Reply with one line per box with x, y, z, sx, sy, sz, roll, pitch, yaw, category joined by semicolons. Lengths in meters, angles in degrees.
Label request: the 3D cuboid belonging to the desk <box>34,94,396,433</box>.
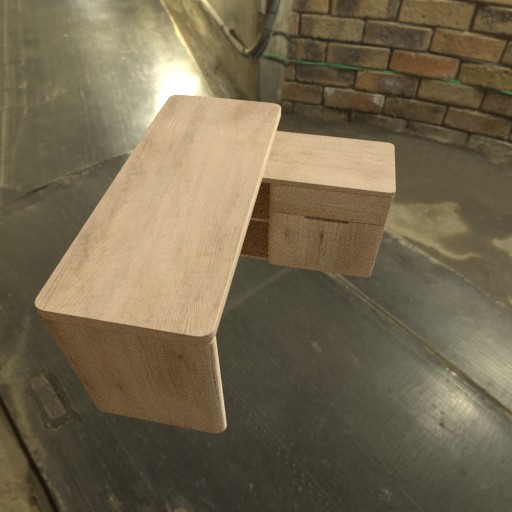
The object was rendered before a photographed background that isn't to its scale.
0.000;0.000;2.054;1.175;0.770;1.400;8;48;7;desk
